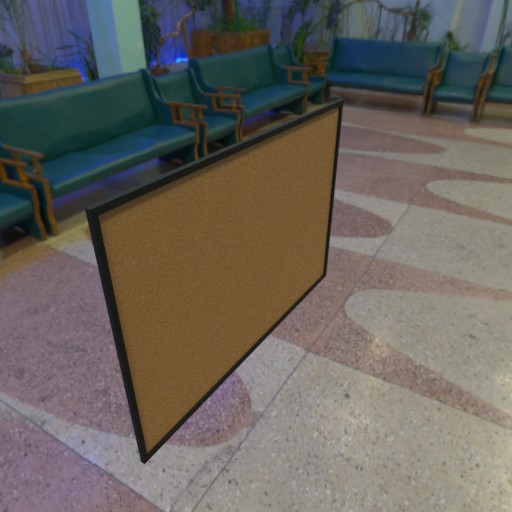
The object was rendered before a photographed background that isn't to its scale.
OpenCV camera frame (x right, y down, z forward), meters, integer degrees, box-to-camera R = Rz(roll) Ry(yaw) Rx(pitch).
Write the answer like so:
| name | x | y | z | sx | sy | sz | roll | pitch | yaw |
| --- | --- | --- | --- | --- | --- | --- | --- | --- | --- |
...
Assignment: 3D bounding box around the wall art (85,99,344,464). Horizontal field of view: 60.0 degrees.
| name | x | y | z | sx | sy | sz | roll | pitch | yaw |
| --- | --- | --- | --- | --- | --- | --- | --- | --- | --- |
| wall art | 0.000 | 0.000 | 1.221 | 0.013 | 0.665 | 0.963 | 19 | 36 | 28 |
